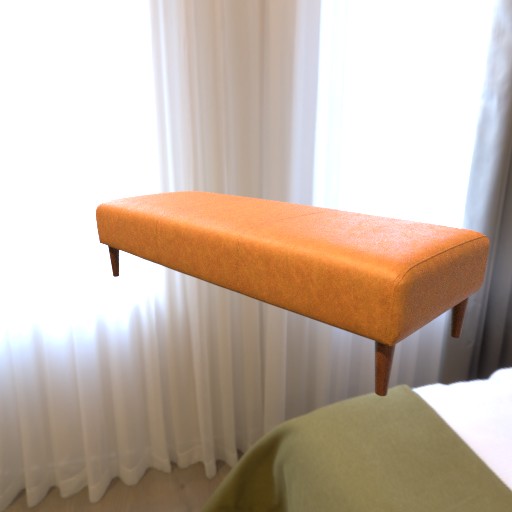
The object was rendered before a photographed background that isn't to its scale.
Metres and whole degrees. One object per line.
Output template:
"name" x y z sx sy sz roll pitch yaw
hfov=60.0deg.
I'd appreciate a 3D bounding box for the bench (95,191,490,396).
"bench" 0.000 0.000 1.846 0.653 0.399 1.610 -15 21 -43
